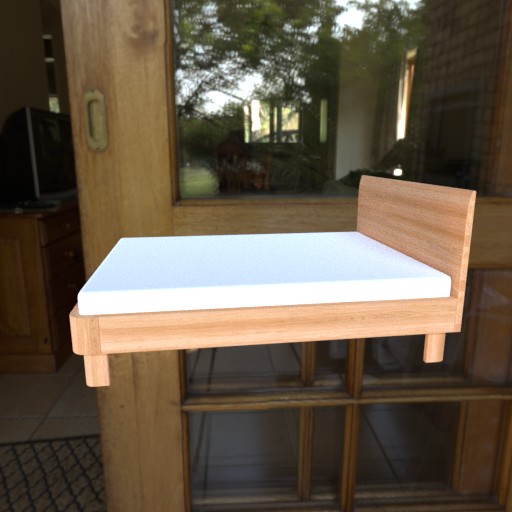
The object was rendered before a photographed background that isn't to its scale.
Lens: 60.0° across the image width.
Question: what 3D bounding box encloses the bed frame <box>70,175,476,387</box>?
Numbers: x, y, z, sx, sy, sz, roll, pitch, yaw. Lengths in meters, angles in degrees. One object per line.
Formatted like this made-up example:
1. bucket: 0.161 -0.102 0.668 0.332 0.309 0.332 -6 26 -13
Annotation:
1. bed frame: 0.000 0.000 2.871 1.992 0.940 1.472 -2 13 -8
